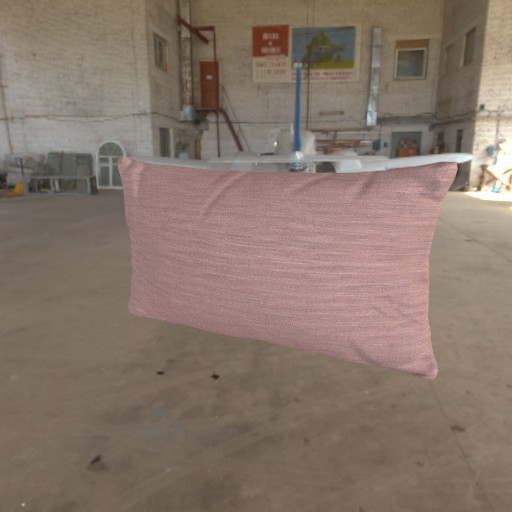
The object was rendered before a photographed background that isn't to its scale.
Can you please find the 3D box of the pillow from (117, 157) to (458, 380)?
[{"bbox_3d":[0.000,0.000,0.792,0.633,0.338,0.210,7,15,26],"label":"pillow"}]
